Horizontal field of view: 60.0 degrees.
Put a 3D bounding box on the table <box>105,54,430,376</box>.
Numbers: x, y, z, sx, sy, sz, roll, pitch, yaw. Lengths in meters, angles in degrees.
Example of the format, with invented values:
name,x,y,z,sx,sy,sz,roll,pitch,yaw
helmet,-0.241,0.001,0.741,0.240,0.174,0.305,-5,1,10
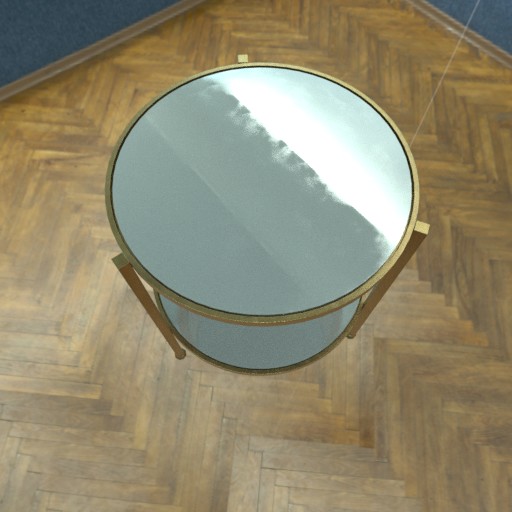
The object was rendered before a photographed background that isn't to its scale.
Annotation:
name,x,y,z,sx,sy,sz,roll,pitch,yaw
table,0.000,0.000,0.449,0.243,0.269,0.231,-34,69,-15
